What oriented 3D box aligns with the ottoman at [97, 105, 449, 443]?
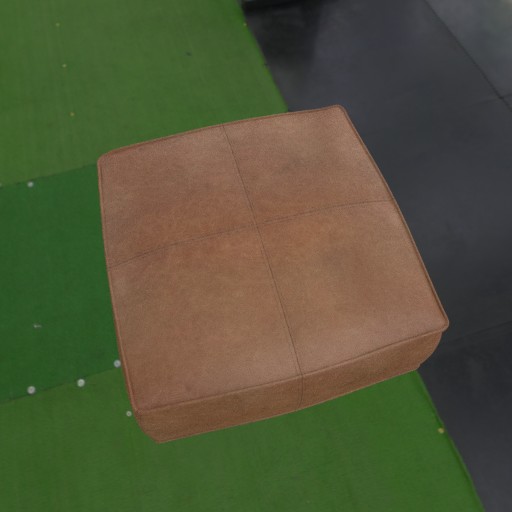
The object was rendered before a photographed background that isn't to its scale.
[{"bbox_3d":[0.000,0.000,1.371,0.902,0.395,0.901,-14,64,-7],"label":"ottoman"}]
